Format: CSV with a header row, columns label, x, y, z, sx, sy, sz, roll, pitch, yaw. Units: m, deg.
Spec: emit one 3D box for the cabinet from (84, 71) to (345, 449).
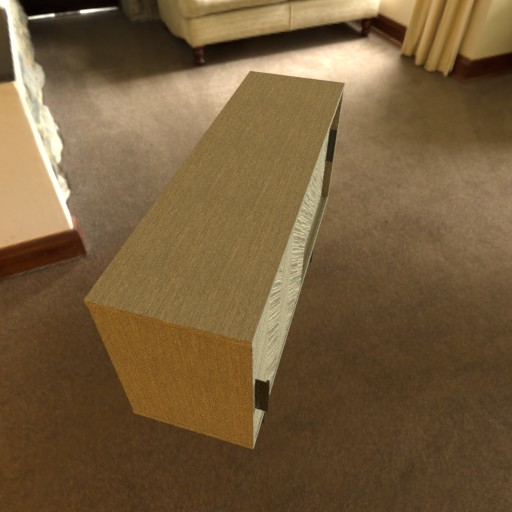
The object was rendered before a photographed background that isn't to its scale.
label,x,y,z,sx,sy,sz,roll,pitch,yaw
cabinet,0.000,0.000,1.578,0.405,0.787,1.194,12,47,12
